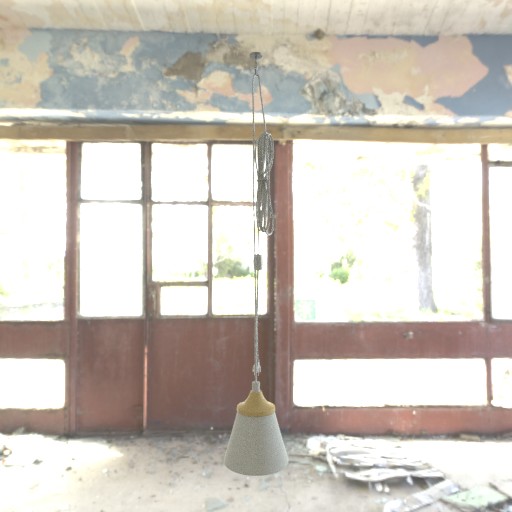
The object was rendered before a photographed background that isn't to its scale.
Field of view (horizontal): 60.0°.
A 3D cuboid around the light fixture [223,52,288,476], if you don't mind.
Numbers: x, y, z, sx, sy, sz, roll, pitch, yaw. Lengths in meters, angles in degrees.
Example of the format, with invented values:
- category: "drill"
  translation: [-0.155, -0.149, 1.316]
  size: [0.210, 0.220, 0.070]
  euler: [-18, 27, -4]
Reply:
- category: "light fixture"
  translation: [0.000, 0.000, 1.056]
  size: [0.153, 0.966, 0.153]
  euler: [-1, -1, 36]
